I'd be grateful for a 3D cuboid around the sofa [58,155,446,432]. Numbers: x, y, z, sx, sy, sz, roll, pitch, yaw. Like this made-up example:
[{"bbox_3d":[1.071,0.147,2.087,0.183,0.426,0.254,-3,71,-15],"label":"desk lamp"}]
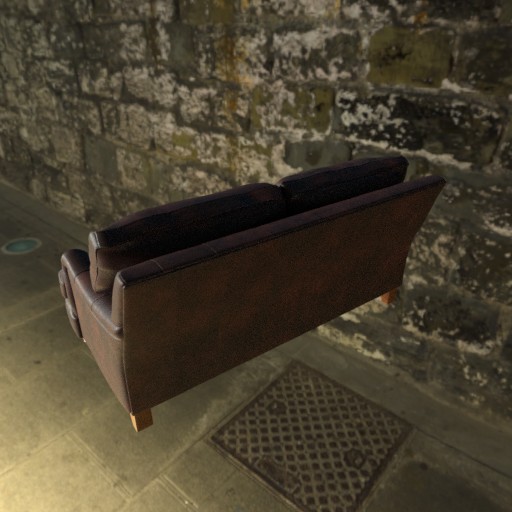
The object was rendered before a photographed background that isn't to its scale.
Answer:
[{"bbox_3d":[0.000,0.000,2.764,2.144,1.071,1.147,-19,34,-31],"label":"sofa"}]
